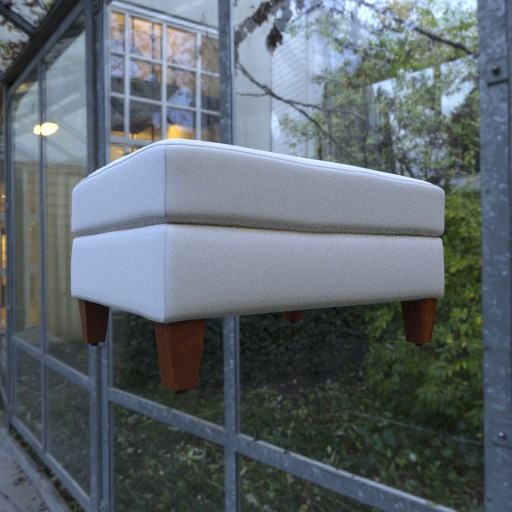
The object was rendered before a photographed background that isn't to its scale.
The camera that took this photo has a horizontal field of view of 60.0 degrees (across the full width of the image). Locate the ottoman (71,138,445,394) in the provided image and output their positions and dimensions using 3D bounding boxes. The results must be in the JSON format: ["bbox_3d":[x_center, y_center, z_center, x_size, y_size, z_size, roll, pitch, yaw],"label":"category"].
[{"bbox_3d":[0.000,0.000,1.185,0.818,0.479,0.634,0,0,-36],"label":"ottoman"}]
